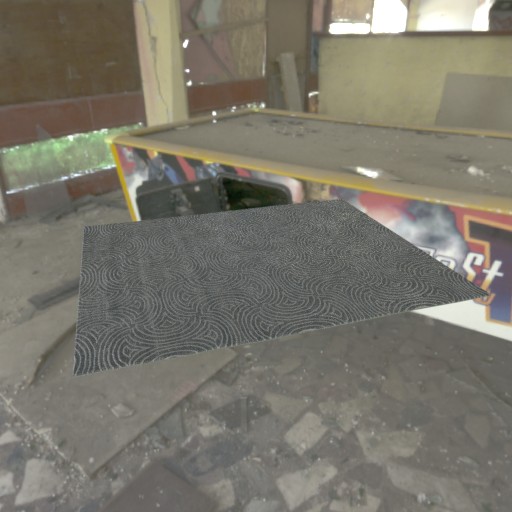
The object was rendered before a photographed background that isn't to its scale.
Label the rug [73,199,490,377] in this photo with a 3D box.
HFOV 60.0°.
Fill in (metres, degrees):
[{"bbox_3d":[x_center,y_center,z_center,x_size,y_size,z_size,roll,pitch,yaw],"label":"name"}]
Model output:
[{"bbox_3d":[0.000,0.000,4.066,3.042,0.021,2.456,-8,27,-16],"label":"rug"}]
